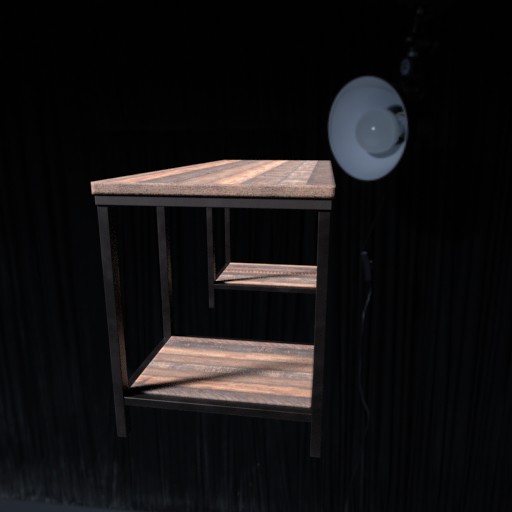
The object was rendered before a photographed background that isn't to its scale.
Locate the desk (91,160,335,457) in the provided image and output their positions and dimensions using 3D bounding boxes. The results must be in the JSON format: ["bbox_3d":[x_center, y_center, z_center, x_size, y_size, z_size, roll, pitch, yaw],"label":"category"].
[{"bbox_3d":[0.000,0.000,1.919,0.617,0.753,1.538,2,14,9],"label":"desk"}]
